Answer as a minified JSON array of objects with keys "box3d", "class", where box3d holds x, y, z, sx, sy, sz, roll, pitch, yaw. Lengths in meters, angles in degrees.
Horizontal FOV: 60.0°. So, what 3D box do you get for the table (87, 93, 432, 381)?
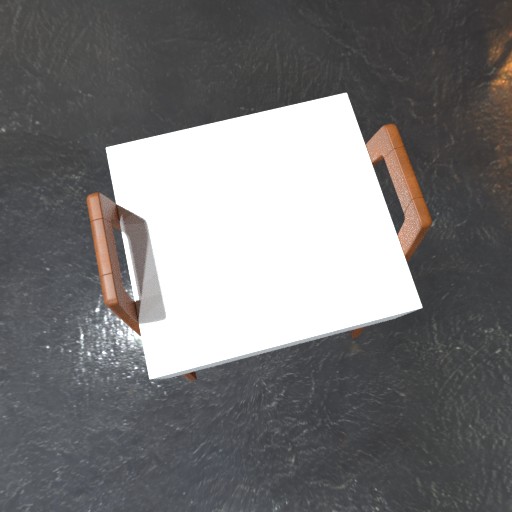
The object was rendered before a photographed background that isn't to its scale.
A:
[{"box3d":[0.000,0.000,0.905,0.457,0.610,0.405,-14,76,-4],"class":"table"}]
